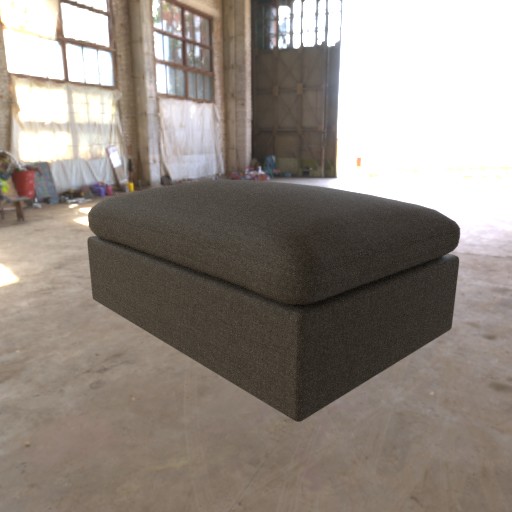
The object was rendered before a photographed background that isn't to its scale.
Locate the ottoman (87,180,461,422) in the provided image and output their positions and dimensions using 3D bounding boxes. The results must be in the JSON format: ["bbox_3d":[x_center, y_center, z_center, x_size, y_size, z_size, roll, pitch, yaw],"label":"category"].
[{"bbox_3d":[0.000,0.000,1.460,0.711,0.483,1.041,-13,19,-41],"label":"ottoman"}]
